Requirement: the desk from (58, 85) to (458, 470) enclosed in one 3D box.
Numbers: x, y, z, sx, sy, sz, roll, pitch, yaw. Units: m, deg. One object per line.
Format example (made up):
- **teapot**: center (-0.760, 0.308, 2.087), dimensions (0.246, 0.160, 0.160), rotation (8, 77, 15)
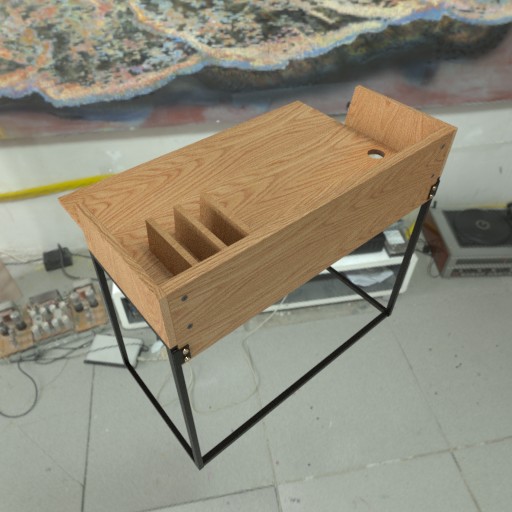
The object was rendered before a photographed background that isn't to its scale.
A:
- **desk**: center (0.000, 0.000, 1.835), dimensions (1.191, 1.061, 0.769), rotation (-31, 53, -27)
